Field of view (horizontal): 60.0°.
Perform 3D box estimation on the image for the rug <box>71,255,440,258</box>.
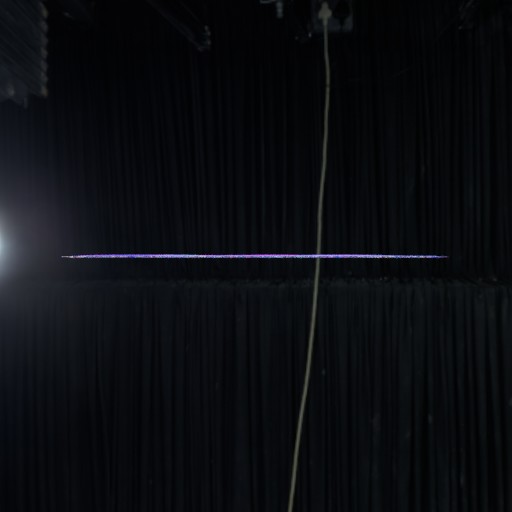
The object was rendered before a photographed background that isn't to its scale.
[{"bbox_3d":[0.000,0.000,2.913,1.539,0.013,2.350,0,0,1],"label":"rug"}]
